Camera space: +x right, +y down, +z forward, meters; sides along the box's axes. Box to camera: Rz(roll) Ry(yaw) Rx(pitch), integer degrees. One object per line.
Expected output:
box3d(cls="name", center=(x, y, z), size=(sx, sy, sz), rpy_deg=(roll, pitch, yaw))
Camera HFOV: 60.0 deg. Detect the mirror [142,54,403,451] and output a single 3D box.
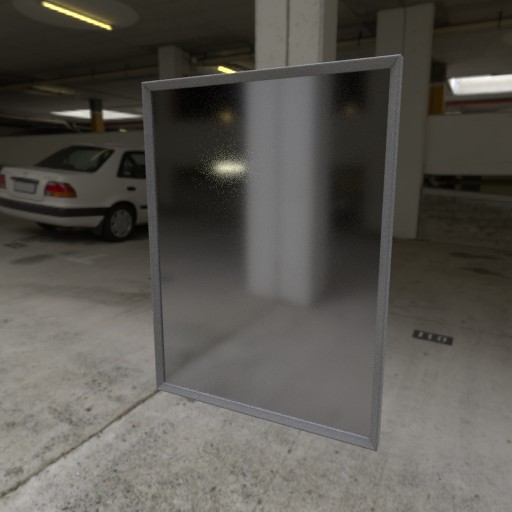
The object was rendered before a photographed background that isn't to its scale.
box3d(cls="mirror", center=(0.000, 0.000, 1.299), size=(0.762, 1.016, 0.041), rpy_deg=(6, 13, 26))
